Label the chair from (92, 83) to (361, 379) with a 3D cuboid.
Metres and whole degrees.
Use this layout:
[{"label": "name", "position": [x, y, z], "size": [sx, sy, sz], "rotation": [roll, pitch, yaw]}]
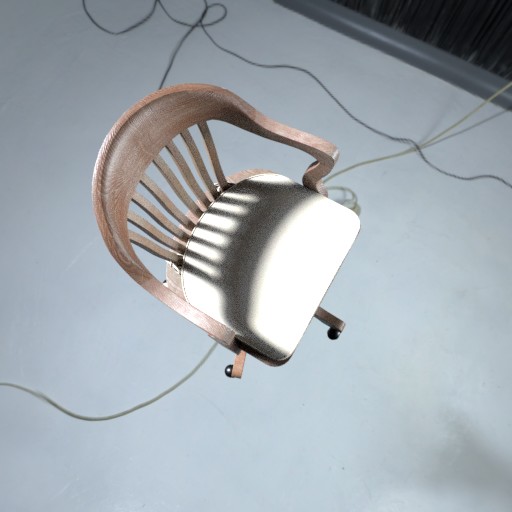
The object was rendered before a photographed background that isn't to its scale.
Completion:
[{"label": "chair", "position": [0.000, 0.000, 1.422], "size": [0.788, 0.878, 0.750], "rotation": [29, 76, 8]}]
